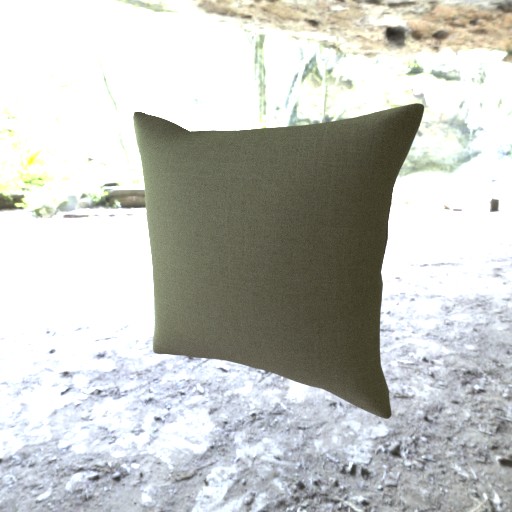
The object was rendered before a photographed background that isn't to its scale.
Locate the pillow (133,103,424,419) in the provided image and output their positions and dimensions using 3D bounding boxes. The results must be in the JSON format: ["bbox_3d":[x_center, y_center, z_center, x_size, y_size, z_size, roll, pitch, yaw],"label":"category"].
[{"bbox_3d":[0.000,0.000,0.627,0.414,0.399,0.173,8,17,27],"label":"pillow"}]
